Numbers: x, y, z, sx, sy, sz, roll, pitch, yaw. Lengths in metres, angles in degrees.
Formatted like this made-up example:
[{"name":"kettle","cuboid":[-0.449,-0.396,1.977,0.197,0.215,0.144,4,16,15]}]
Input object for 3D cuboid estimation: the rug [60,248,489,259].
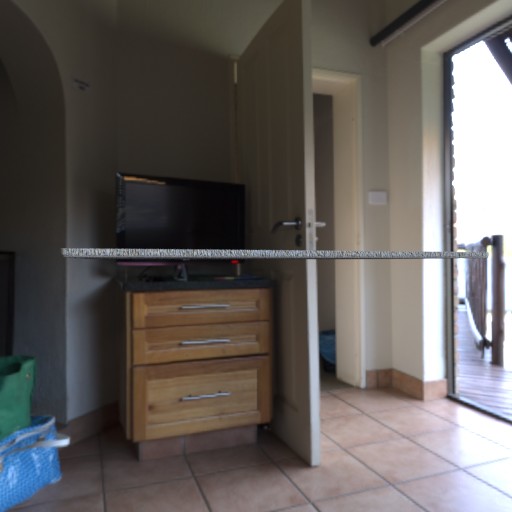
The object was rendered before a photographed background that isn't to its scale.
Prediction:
[{"name":"rug","cuboid":[0.000,0.000,2.099,1.600,0.025,1.199,0,-1,-19]}]
